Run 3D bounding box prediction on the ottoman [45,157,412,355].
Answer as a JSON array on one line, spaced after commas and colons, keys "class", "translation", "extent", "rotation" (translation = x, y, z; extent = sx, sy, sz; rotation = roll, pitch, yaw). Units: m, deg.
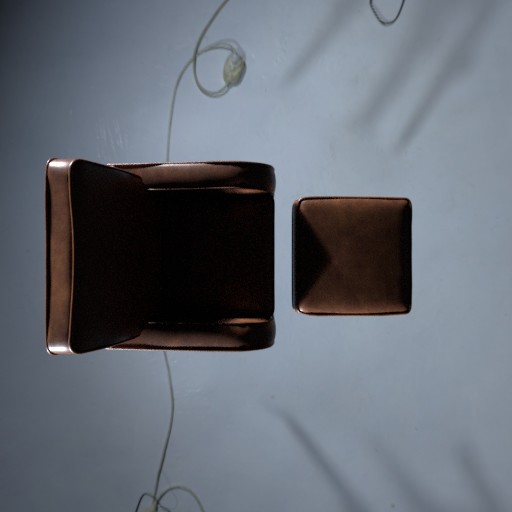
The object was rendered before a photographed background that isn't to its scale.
[{"class": "ottoman", "translation": [0.000, 0.000, 1.803], "extent": [1.314, 0.904, 0.732], "rotation": [0, 90, 0]}]
